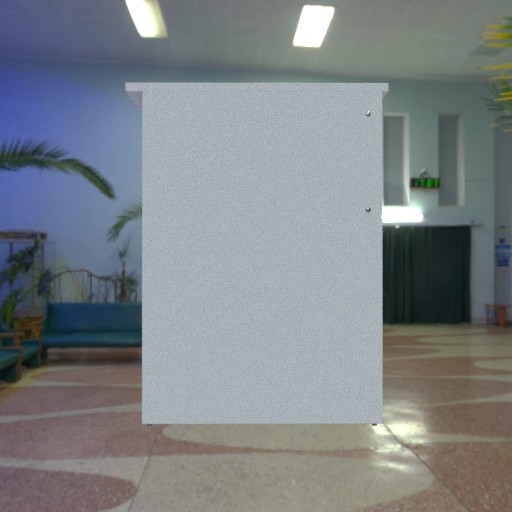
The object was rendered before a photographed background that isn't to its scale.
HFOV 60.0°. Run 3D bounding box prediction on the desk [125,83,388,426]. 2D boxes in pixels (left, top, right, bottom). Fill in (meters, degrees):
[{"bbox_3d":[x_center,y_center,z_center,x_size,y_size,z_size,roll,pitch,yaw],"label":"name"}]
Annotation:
[{"bbox_3d":[0.000,0.000,1.488,0.560,0.730,1.096,0,0,0],"label":"desk"}]
